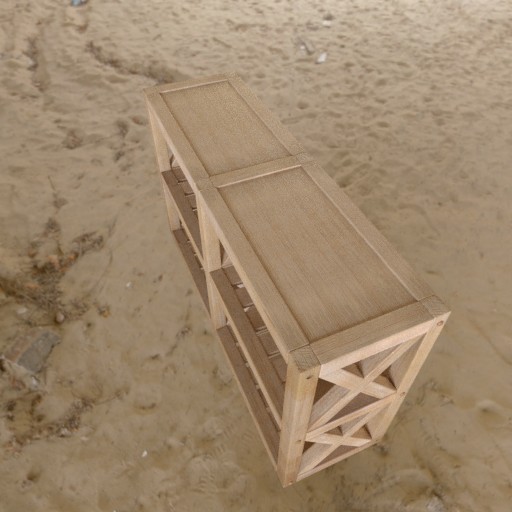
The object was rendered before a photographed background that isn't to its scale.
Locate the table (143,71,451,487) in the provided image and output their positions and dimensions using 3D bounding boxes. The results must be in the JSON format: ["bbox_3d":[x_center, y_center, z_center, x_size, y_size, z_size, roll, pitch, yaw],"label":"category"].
[{"bbox_3d":[0.000,0.000,1.620,0.381,0.762,1.320,-18,49,-16],"label":"table"}]
